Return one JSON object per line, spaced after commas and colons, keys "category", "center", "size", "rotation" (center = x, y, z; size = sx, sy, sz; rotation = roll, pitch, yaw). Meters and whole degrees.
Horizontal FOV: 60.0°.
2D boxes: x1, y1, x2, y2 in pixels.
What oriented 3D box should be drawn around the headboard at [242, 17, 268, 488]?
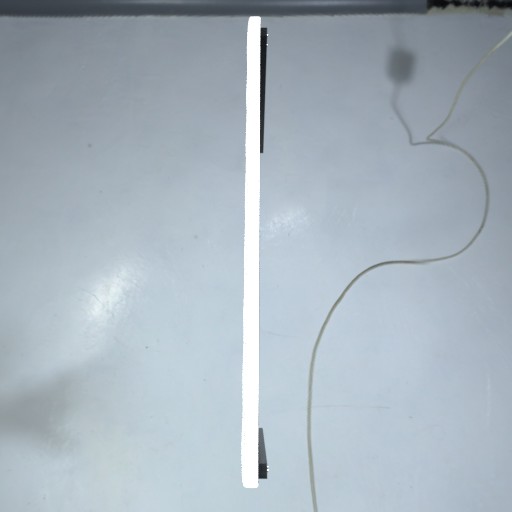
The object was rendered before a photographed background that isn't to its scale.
{"category": "headboard", "center": [0.000, 0.000, 2.803], "size": [0.120, 1.410, 2.362], "rotation": [0, 75, 0]}
